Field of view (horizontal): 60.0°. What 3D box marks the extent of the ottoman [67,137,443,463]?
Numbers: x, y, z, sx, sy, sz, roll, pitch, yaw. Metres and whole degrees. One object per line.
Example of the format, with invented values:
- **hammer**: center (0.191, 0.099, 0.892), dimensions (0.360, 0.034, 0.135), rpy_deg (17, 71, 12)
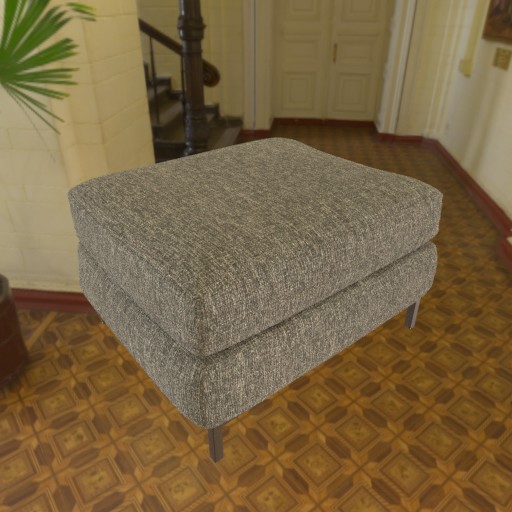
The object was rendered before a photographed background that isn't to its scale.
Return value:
- **ottoman**: center (0.000, 0.000, 1.229), dimensions (0.828, 0.480, 0.683), rpy_deg (-22, 37, -33)
